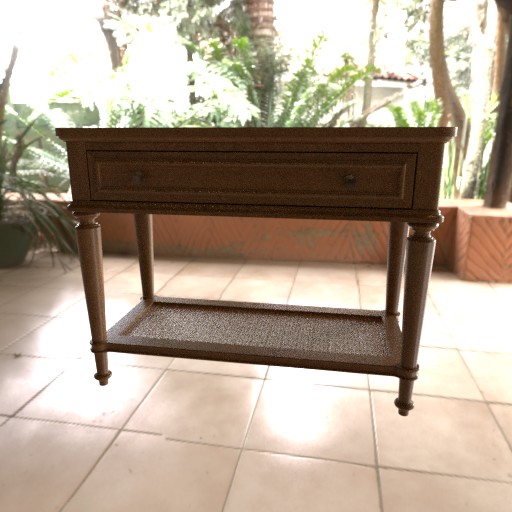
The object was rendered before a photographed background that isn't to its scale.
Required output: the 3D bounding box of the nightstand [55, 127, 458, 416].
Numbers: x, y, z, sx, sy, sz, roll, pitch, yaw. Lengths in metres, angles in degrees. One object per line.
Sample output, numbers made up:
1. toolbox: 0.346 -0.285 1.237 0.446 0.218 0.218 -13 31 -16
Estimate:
1. nightstand: 0.000 0.000 1.265 0.914 0.700 0.432 3 16 9
